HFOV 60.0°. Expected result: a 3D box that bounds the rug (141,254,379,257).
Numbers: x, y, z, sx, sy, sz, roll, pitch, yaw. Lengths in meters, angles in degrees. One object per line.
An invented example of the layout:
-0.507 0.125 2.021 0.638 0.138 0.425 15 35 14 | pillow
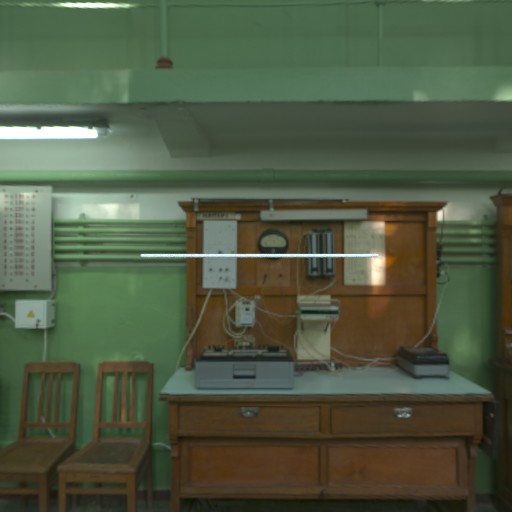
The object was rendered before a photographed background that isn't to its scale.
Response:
0.000 0.000 2.654 0.787 0.011 2.458 0 0 -1 | rug
